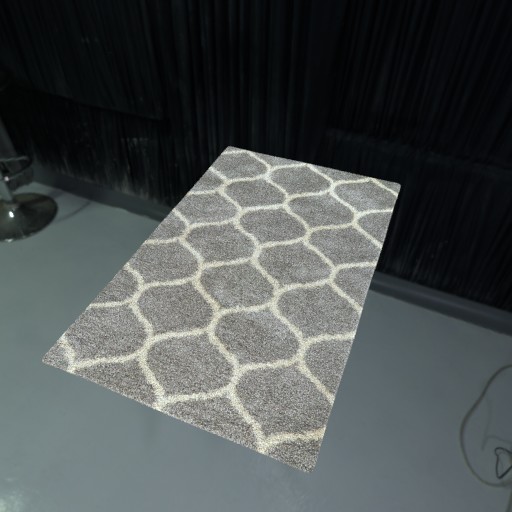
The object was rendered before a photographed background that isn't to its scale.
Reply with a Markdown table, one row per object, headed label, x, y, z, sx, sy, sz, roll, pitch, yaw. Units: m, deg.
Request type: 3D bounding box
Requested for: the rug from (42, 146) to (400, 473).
| label | x | y | z | sx | sy | sz | roll | pitch | yaw |
| --- | --- | --- | --- | --- | --- | --- | --- | --- | --- |
| rug | 0.000 | 0.000 | 2.920 | 1.501 | 0.025 | 2.348 | 16 | 47 | 16 |
